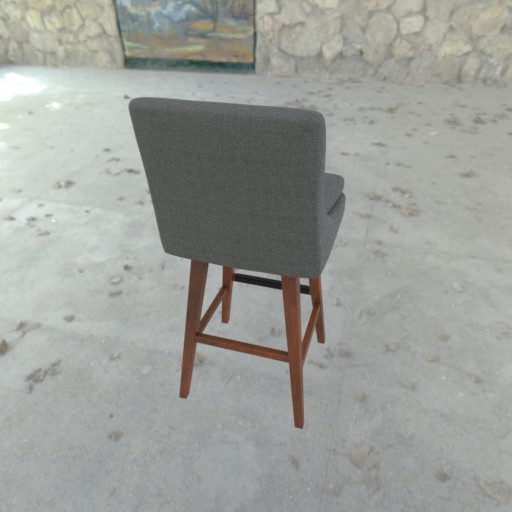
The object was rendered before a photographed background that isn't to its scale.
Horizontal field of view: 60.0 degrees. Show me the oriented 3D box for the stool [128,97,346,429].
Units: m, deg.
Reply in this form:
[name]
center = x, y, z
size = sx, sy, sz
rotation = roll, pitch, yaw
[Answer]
[stool]
center = 0.000, 0.000, 1.300
size = 0.447, 0.977, 0.524
rotation = 9, 33, 14
